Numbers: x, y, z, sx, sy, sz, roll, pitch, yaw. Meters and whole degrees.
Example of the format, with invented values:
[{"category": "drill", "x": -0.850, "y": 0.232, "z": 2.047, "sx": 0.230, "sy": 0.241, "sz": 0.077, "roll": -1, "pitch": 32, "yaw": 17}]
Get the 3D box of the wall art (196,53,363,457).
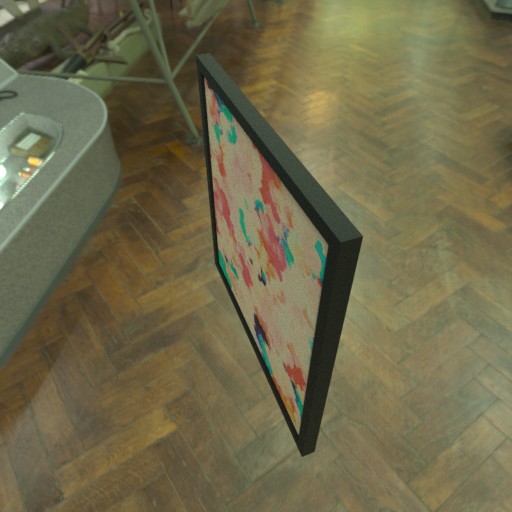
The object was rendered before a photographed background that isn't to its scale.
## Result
[{"category": "wall art", "x": 0.000, "y": 0.000, "z": 0.462, "sx": 0.015, "sy": 0.304, "sz": 0.306, "roll": -15, "pitch": 46, "yaw": -15}]
